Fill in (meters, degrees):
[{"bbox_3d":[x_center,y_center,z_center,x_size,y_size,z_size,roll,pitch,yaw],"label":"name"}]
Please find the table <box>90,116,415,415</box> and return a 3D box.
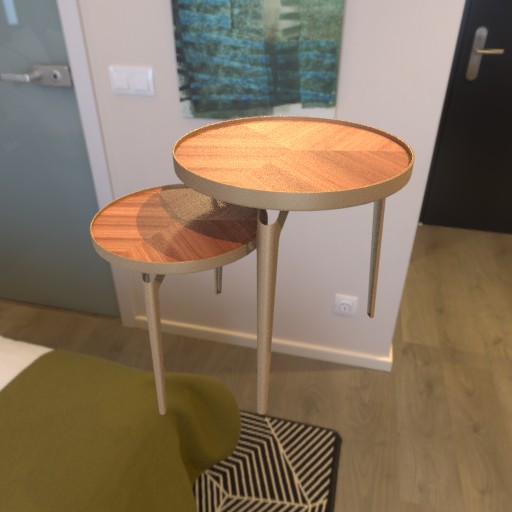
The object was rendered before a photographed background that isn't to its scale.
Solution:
[{"bbox_3d":[0.000,0.000,1.123,0.751,0.555,0.532,-9,33,-14],"label":"table"}]
